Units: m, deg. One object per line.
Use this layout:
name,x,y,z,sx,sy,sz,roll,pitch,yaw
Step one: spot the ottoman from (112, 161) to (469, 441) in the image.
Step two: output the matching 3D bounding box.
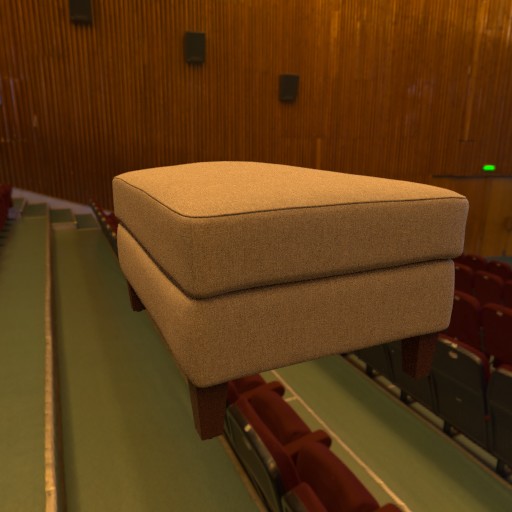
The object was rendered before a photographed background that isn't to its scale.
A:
ottoman,0.000,0.000,1.282,0.677,0.519,0.898,-7,16,-24
